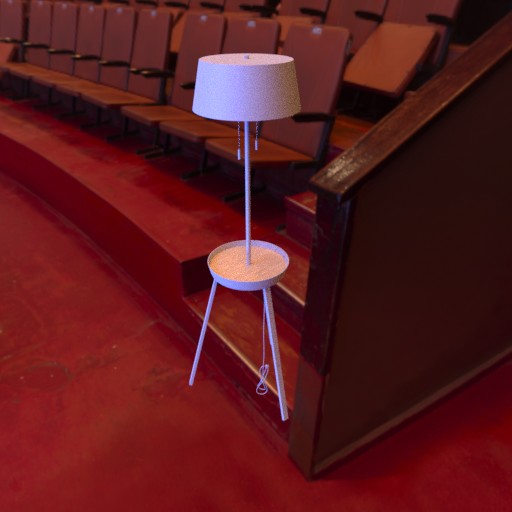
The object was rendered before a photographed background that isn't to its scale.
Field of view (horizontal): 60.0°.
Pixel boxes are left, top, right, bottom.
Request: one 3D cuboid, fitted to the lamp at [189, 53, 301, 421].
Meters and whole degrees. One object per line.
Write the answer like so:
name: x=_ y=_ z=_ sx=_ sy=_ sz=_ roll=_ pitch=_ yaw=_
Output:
lamp: x=0.000 y=0.000 z=1.734 sx=0.508 sy=1.429 sz=0.468 roll=-20 pitch=36 yaw=-30
